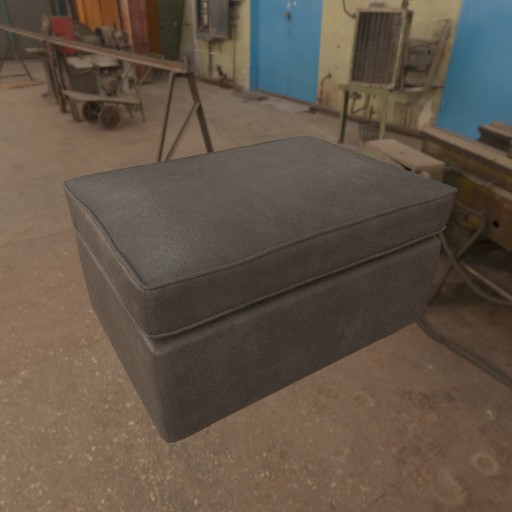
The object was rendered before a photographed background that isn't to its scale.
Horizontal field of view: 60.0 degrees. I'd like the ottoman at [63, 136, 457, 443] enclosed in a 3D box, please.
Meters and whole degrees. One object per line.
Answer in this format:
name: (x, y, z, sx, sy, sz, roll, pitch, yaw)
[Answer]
ottoman: (0.000, 0.000, 1.109, 0.756, 0.445, 0.554, -18, 35, -28)
